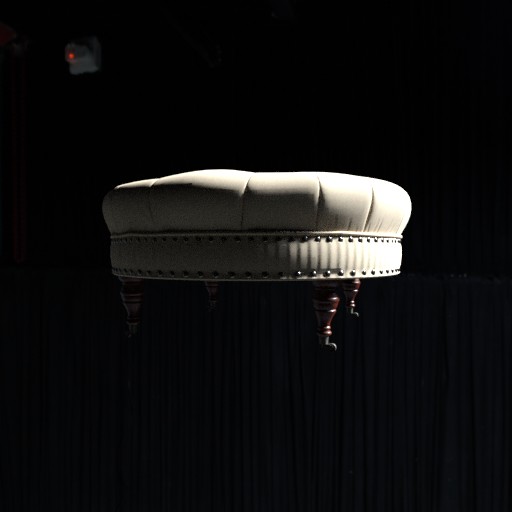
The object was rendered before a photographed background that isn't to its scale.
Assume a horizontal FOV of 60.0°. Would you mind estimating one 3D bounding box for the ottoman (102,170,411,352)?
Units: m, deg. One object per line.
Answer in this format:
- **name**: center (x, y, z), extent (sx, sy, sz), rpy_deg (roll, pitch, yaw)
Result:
- **ottoman**: center (0.000, 0.000, 1.367), extent (0.901, 0.439, 0.901), rpy_deg (0, 1, 0)
